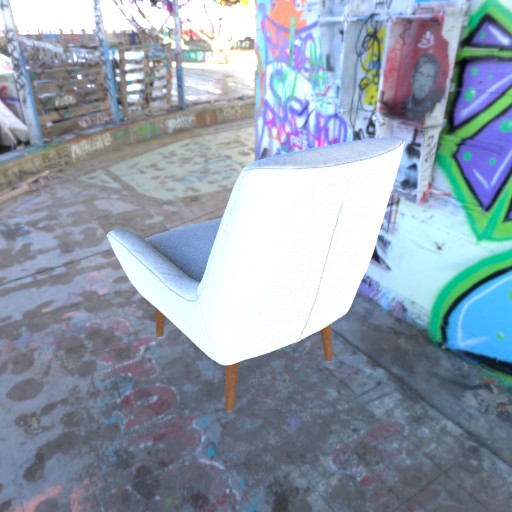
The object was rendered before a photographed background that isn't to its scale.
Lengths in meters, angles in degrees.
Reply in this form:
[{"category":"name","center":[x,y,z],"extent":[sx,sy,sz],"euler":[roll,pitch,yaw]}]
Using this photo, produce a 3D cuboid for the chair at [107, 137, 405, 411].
[{"category":"chair","center":[0.000,0.000,1.521],"extent":[0.787,0.888,0.822],"euler":[-17,32,-29]}]
